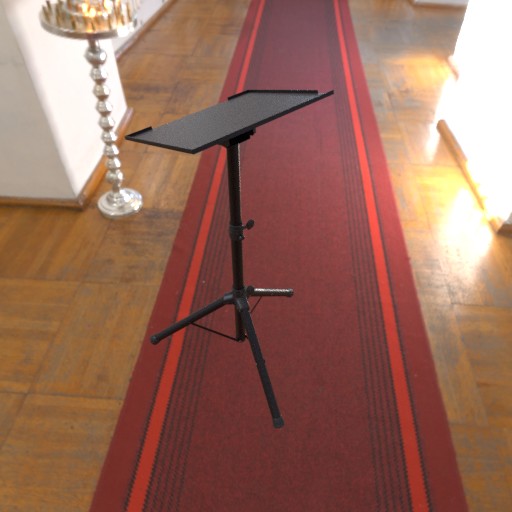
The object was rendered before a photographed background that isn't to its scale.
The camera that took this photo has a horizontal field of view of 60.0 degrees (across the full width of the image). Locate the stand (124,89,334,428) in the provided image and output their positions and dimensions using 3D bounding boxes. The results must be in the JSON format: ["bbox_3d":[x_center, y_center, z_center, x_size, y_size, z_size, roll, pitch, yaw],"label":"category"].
[{"bbox_3d":[0.000,0.000,1.588,0.702,1.198,0.702,-31,53,-27],"label":"stand"}]
